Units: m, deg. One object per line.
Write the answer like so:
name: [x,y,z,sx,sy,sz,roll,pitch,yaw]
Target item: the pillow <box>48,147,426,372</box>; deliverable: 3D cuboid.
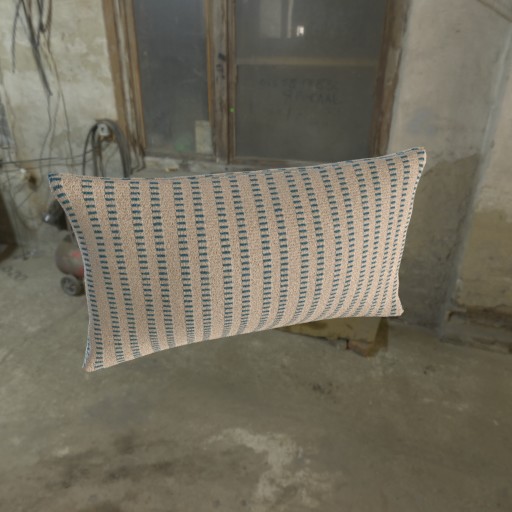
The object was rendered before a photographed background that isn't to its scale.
pillow: [0.000,0.000,0.795,0.640,0.353,0.210,-8,27,-15]
